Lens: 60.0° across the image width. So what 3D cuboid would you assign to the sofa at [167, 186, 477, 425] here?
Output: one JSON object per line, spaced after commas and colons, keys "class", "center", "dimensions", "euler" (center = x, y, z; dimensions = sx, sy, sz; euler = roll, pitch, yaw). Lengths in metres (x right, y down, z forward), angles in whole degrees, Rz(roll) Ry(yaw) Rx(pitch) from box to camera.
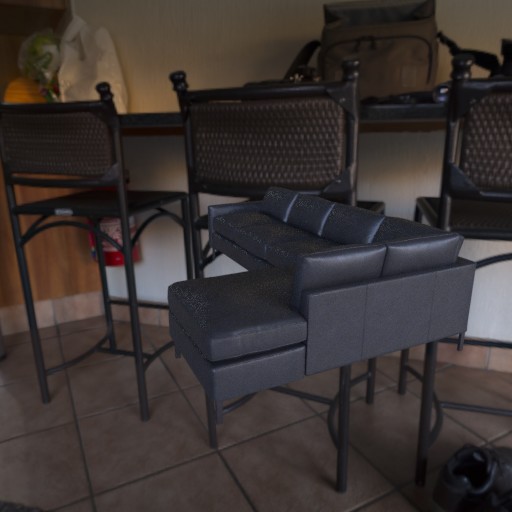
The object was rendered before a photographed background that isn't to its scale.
{"class": "sofa", "center": [0.000, 0.000, 3.901], "dimensions": [1.938, 0.877, 2.984], "euler": [-8, 18, -24]}
